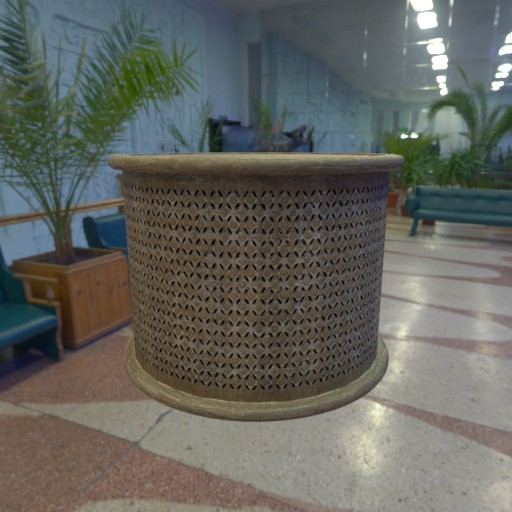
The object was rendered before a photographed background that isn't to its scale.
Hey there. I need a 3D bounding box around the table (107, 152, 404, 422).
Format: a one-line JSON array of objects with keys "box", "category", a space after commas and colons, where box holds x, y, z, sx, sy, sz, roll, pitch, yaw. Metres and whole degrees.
[{"box": [0.000, 0.000, 1.004, 0.607, 0.450, 0.607, 0, 14, 0], "category": "table"}]
